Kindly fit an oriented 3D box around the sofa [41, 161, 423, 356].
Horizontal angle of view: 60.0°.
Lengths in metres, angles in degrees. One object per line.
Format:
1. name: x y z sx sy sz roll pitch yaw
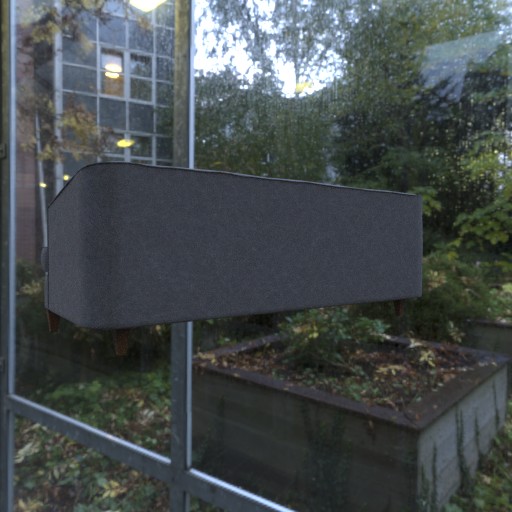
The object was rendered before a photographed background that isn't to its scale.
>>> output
1. sofa: 0.000 0.000 2.683 2.247 0.806 0.917 -1 1 -35
